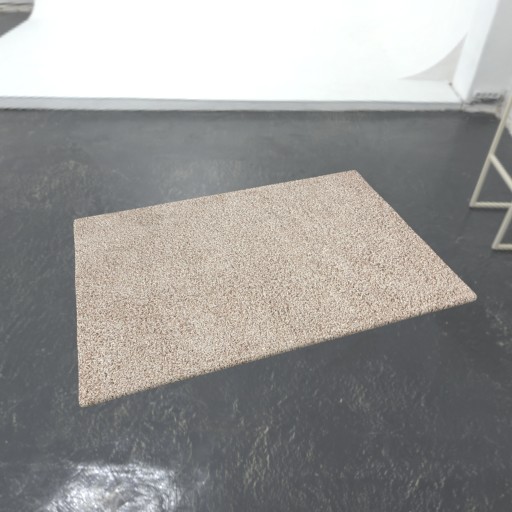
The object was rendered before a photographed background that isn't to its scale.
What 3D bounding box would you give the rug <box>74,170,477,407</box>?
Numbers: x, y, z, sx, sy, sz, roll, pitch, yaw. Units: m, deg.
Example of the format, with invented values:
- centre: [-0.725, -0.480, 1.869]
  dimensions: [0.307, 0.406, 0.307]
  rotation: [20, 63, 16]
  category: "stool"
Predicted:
- centre: [0.000, 0.000, 2.288]
  dimensions: [1.778, 0.030, 1.219]
  rotation: [-12, 43, -14]
  category: "rug"
